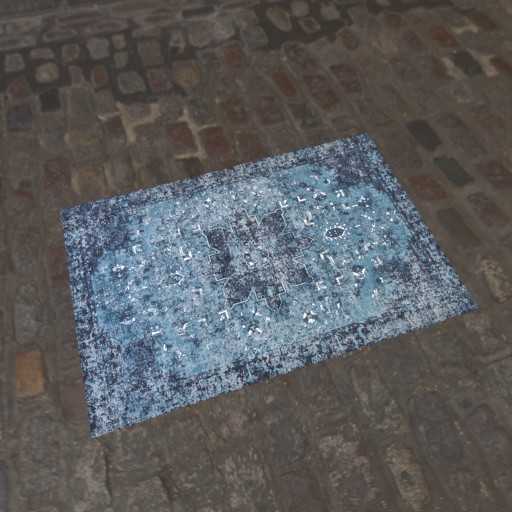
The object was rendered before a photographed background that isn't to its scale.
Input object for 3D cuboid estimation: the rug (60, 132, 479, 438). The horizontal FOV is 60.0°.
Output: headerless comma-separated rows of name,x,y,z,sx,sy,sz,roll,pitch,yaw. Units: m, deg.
rug,0.000,0.000,2.250,1.828,0.005,1.219,-16,61,-9
